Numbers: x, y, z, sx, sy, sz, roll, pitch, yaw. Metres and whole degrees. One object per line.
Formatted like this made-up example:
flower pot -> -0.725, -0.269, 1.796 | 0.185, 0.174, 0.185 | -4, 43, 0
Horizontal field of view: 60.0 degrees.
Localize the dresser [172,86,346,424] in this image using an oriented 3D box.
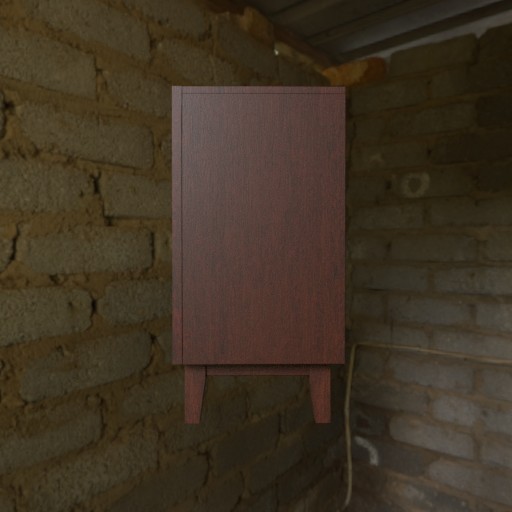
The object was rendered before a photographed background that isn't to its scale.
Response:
dresser -> 0.000, 0.000, 2.054 | 0.499, 0.971, 1.609 | 0, 1, -1
